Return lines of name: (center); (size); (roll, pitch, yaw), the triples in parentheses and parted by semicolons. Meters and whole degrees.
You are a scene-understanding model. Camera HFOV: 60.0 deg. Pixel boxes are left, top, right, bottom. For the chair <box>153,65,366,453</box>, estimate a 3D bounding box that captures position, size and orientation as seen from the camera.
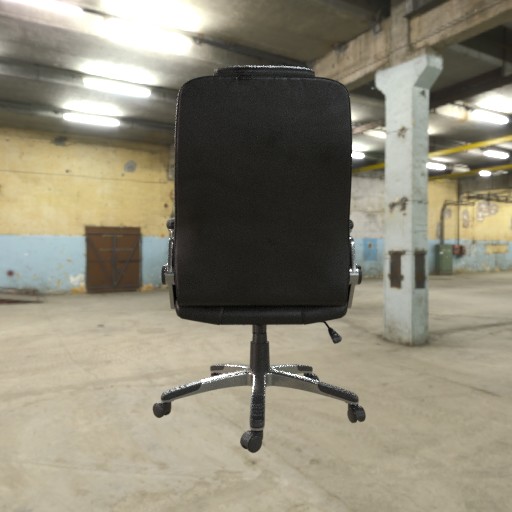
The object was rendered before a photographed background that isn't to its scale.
chair: (0.000, 0.000, 1.541); (0.697, 1.075, 0.689); (0, 0, -2)
